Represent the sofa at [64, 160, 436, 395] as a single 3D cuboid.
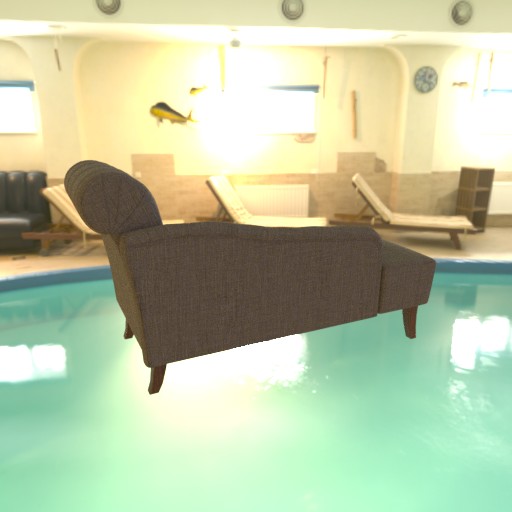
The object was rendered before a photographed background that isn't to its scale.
[{"bbox_3d":[0.000,0.000,1.847,1.379,0.787,0.675,-8,18,-25],"label":"sofa"}]
